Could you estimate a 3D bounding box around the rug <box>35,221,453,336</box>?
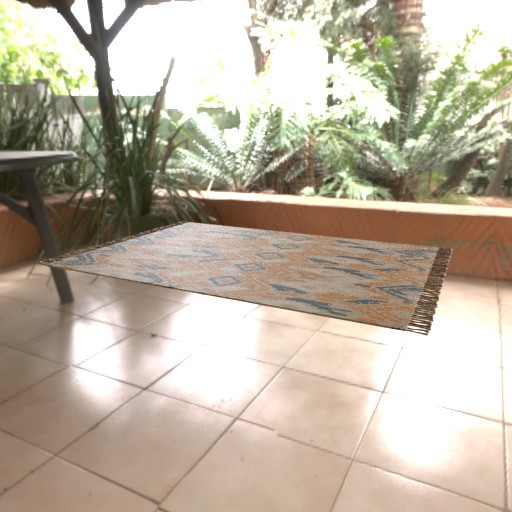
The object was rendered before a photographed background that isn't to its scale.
[{"bbox_3d":[0.000,0.000,2.314,1.827,0.008,1.230,7,17,25],"label":"rug"}]
